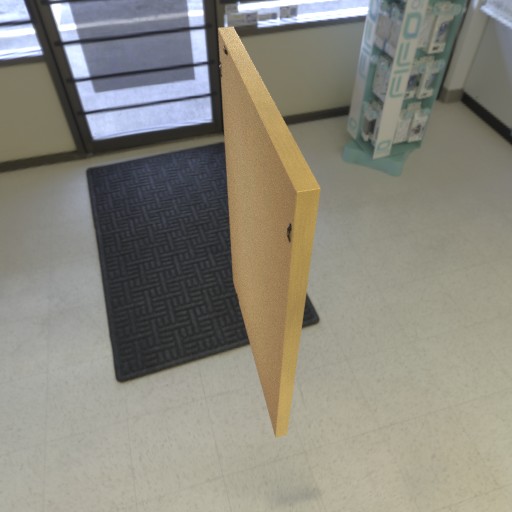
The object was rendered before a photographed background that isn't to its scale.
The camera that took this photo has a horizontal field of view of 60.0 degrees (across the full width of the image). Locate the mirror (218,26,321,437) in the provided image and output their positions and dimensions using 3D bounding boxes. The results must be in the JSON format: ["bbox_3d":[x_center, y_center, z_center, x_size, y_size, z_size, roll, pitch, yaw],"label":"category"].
[{"bbox_3d":[0.000,0.000,1.158,0.040,0.915,0.609,-10,48,-9],"label":"mirror"}]
